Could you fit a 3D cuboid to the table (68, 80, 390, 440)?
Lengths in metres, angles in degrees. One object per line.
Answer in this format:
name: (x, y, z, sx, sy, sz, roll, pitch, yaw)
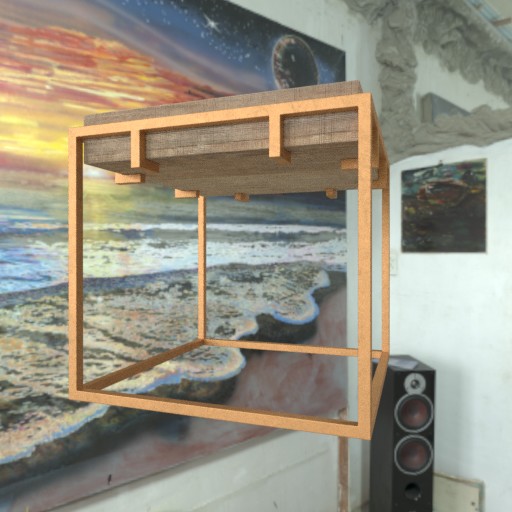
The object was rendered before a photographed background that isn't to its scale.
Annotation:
table: (0.000, 0.000, 1.086, 0.599, 0.584, 0.599, 0, 0, 20)
